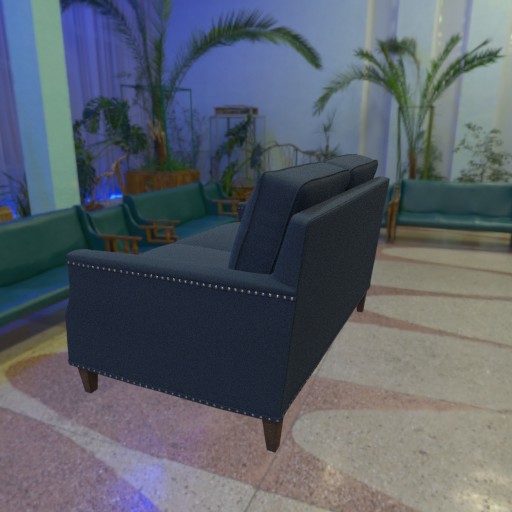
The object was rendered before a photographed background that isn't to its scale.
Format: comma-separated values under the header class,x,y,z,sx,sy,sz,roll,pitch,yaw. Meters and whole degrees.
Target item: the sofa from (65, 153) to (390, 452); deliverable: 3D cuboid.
class,x,y,z,sx,sy,sz,roll,pitch,yaw
sofa,0.000,0.000,2.289,1.084,1.003,1.597,7,17,24
